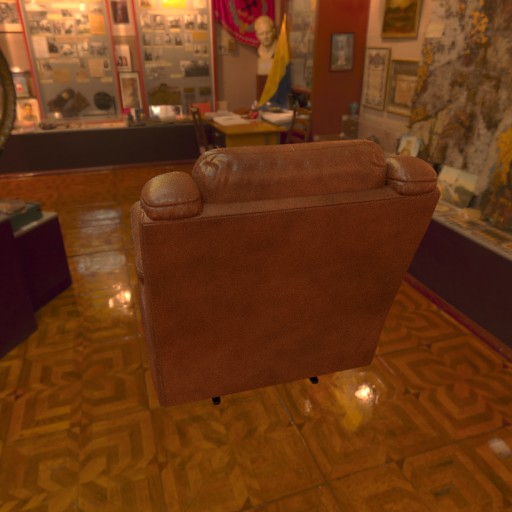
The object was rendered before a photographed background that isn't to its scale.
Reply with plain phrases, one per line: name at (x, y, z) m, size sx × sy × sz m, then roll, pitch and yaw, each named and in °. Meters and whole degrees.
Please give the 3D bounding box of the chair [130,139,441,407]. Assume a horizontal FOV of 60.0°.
chair at (0.000, 0.000, 1.864) m, size 0.990 × 1.093 × 1.041 m, roll -7°, pitch 27°, yaw -15°
